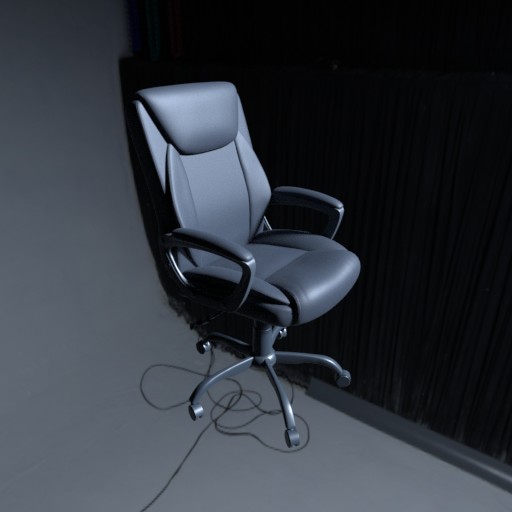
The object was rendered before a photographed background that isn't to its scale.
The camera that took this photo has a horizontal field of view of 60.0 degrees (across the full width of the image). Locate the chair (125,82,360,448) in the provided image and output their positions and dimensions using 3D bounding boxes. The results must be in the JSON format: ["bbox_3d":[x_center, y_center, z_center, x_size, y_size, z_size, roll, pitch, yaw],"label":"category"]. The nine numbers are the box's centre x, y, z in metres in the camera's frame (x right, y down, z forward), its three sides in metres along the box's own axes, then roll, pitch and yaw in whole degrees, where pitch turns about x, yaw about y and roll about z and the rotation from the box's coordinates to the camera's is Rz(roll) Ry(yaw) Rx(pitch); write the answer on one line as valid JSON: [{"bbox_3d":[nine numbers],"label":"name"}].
[{"bbox_3d":[0.000,0.000,1.508,0.655,1.072,0.615,18,31,33],"label":"chair"}]
